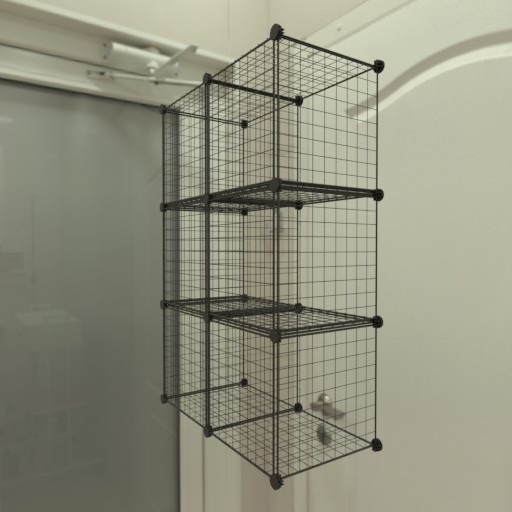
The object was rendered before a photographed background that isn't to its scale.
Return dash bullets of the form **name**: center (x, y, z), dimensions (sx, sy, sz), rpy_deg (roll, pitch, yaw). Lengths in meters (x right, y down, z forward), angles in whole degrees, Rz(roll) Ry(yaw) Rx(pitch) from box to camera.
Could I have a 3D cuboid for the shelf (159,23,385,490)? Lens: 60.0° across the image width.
- **shelf**: center (0.000, 0.000, 1.396), dimensions (0.356, 1.067, 0.711), rpy_deg (-1, 1, -34)
